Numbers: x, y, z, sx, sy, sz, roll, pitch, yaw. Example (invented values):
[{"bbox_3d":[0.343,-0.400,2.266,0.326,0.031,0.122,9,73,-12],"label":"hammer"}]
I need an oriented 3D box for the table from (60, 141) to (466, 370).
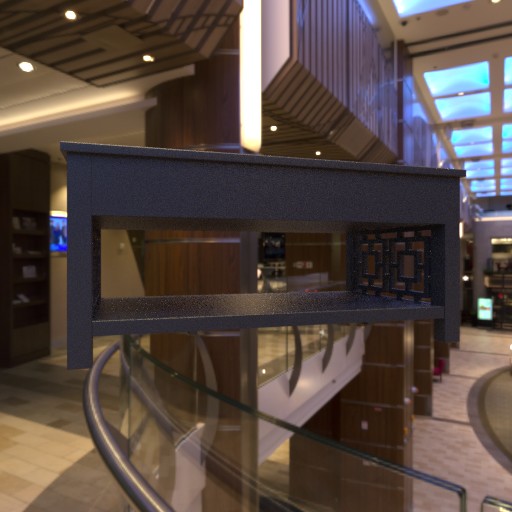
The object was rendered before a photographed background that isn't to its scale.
[{"bbox_3d":[0.000,0.000,1.398,1.068,0.493,0.612,0,0,-17],"label":"table"}]
